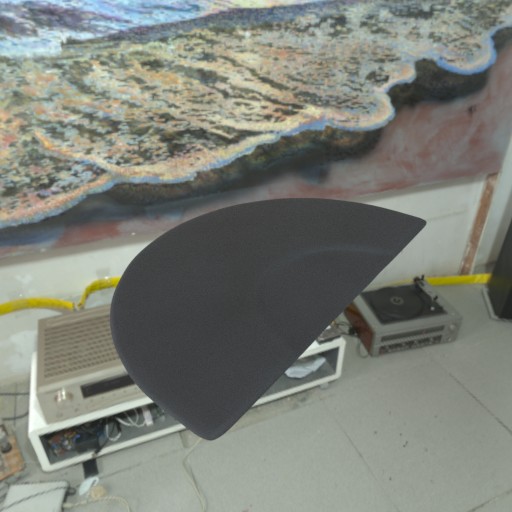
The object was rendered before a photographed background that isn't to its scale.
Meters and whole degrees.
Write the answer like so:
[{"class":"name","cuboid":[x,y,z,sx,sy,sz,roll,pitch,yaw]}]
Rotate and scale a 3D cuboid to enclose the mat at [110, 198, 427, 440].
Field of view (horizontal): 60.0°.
[{"class":"mat","cuboid":[0.000,0.000,1.840,0.917,0.016,1.525,22,38,31]}]
